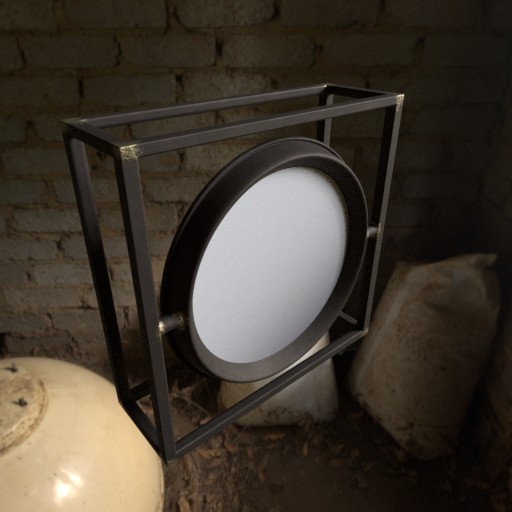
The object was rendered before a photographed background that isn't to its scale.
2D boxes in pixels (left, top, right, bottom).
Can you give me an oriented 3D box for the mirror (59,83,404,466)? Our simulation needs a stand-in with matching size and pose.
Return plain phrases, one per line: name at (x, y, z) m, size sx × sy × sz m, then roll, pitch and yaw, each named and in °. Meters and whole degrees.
mirror at (0.000, 0.000, 0.464) m, size 0.306 × 0.303 × 0.107 m, roll -22°, pitch 36°, yaw -35°
